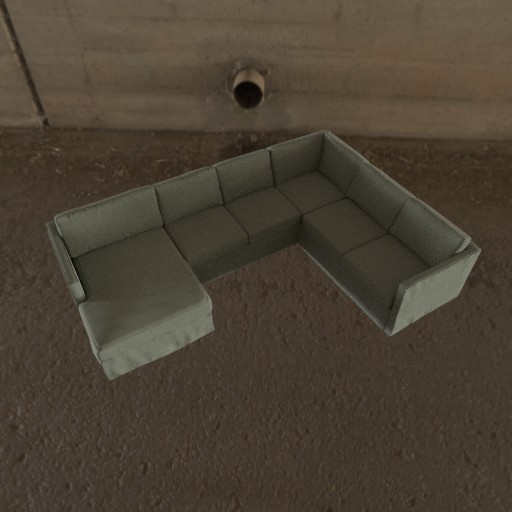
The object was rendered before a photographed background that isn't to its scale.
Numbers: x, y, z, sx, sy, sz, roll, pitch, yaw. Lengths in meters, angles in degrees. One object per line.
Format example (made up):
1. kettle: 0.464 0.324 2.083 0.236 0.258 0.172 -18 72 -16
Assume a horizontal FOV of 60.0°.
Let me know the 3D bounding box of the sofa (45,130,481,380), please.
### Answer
1. sofa: 0.000 0.000 4.381 3.434 0.869 2.440 -23 50 -21
